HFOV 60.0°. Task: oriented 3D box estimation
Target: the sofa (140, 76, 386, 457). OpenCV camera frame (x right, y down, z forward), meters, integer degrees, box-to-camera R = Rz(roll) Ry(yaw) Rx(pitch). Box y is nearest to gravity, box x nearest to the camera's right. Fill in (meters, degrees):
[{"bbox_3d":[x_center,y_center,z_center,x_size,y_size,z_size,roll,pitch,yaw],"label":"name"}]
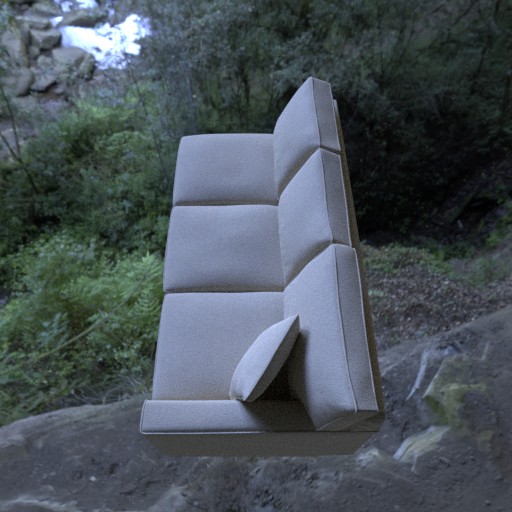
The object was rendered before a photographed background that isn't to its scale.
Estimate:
[{"bbox_3d":[0.000,0.000,2.493,1.034,0.946,1.963,0,58,0],"label":"sofa"}]
